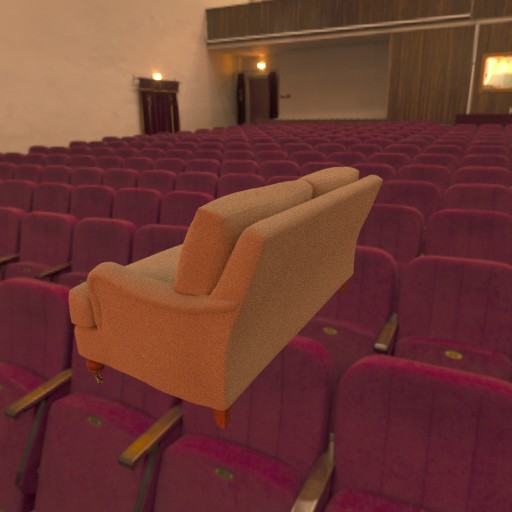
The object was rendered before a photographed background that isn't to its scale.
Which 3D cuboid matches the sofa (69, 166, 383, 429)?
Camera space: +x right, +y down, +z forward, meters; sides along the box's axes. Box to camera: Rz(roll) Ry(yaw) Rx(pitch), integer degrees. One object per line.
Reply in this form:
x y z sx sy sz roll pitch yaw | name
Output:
0.000 0.000 2.763 1.091 0.997 2.070 8 18 26 | sofa
